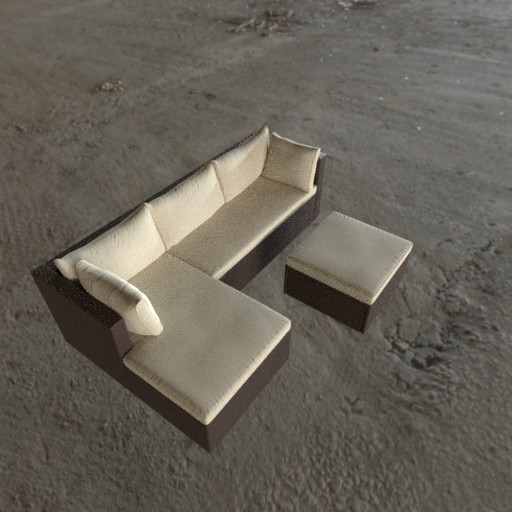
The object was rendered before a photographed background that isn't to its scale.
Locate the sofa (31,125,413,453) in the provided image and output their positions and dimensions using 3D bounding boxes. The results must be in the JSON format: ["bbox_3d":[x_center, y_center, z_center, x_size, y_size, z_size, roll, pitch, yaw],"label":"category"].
[{"bbox_3d":[0.000,0.000,3.002,1.612,0.766,2.192,26,48,26],"label":"sofa"}]
